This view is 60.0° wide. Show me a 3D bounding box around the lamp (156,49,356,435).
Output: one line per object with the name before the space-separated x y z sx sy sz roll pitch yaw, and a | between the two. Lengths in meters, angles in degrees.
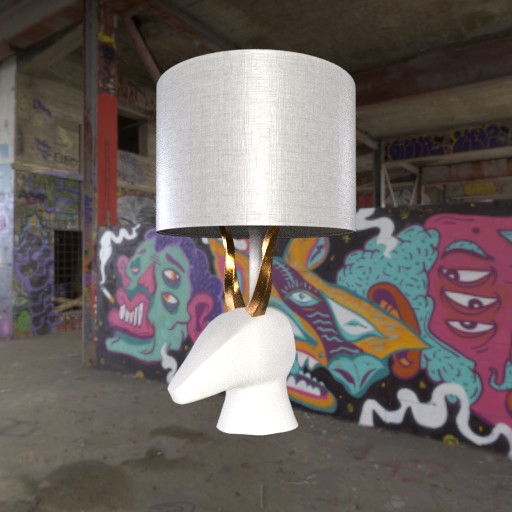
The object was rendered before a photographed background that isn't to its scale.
lamp | 0.000 0.000 0.677 0.298 0.503 0.298 1 -1 -36
